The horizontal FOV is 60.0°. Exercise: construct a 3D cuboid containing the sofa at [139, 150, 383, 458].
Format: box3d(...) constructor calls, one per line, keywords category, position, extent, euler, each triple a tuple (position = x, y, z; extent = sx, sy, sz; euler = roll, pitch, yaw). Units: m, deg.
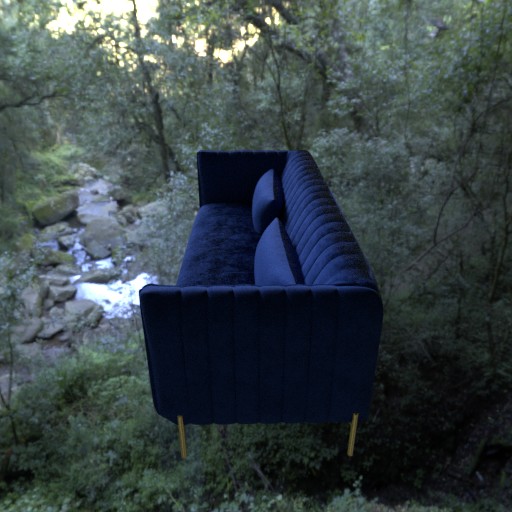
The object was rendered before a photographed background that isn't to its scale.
box3d(category="sofa", position=(0.000, 0.000, 2.591), extent=(0.896, 0.793, 2.136), euler=(0, 27, -1))
